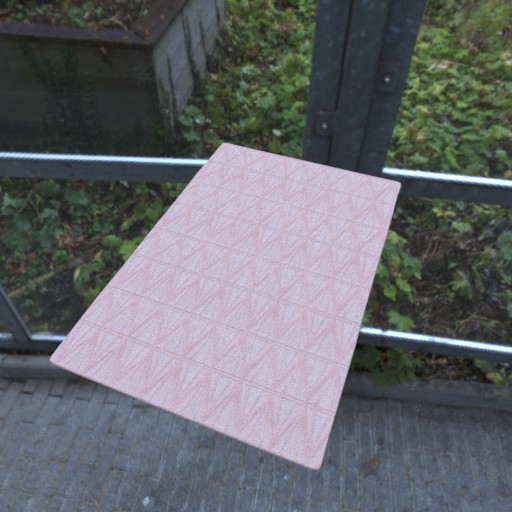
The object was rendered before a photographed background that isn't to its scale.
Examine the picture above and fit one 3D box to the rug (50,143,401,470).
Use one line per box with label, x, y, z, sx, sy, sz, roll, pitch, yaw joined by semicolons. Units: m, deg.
rug;0.000;0.000;3.056;1.609;0.015;2.390;16;49;15
